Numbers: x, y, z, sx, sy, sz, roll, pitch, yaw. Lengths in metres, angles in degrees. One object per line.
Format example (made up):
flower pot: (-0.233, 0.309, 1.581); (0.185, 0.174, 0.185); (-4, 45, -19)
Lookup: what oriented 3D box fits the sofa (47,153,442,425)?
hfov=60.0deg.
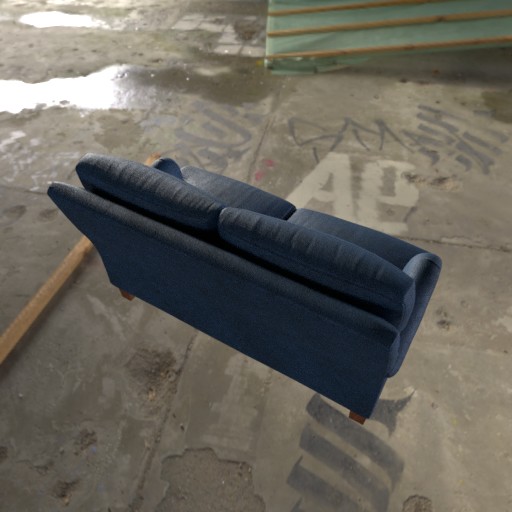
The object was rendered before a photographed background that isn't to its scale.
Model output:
sofa: (0.000, 0.000, 2.492); (1.853, 1.101, 1.084); (23, 49, 21)
